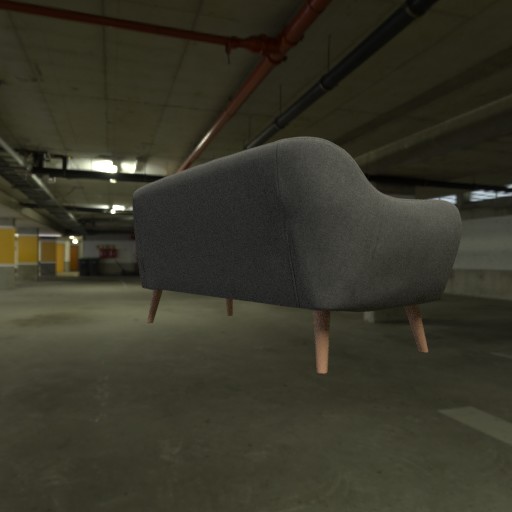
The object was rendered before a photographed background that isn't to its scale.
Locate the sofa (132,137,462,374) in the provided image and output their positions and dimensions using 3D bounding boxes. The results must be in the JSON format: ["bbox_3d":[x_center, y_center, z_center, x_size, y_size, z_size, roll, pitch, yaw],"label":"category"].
[{"bbox_3d":[0.000,0.000,2.300,0.820,0.820,1.840,0,0,-36],"label":"sofa"}]
